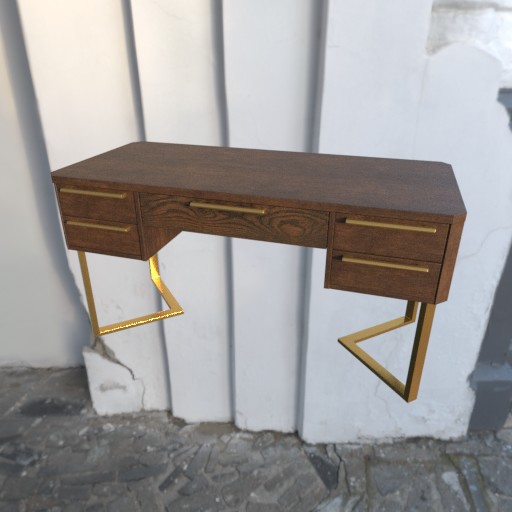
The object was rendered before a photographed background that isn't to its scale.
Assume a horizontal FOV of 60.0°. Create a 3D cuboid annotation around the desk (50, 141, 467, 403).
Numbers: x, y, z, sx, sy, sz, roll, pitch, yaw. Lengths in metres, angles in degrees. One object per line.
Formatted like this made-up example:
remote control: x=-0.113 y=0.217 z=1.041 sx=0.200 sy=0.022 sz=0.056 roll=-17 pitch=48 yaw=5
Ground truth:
desk: x=0.000 y=0.000 z=1.911 sx=1.479 sy=0.762 sz=0.684 roll=8 pitch=27 yaw=16
